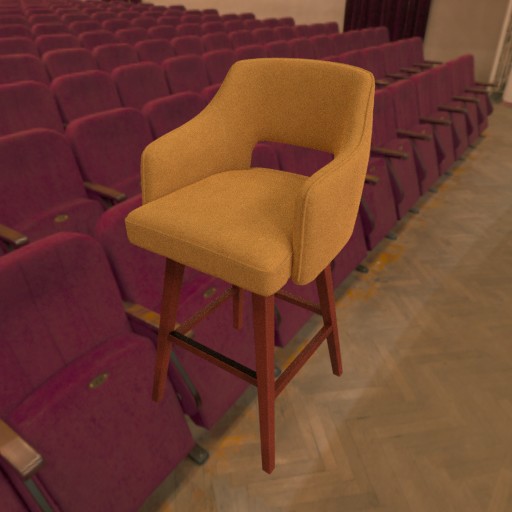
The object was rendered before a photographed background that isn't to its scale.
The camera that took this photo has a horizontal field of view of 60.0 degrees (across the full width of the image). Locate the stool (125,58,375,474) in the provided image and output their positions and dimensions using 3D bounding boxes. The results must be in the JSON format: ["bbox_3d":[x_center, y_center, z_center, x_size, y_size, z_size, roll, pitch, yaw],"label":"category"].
[{"bbox_3d":[0.000,0.000,1.301,0.548,1.012,0.558,19,36,29],"label":"stool"}]
